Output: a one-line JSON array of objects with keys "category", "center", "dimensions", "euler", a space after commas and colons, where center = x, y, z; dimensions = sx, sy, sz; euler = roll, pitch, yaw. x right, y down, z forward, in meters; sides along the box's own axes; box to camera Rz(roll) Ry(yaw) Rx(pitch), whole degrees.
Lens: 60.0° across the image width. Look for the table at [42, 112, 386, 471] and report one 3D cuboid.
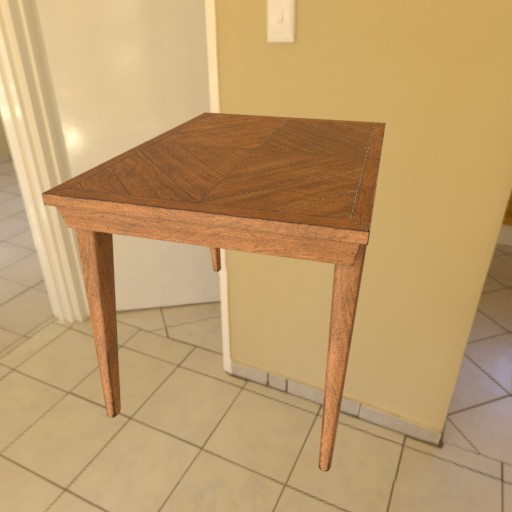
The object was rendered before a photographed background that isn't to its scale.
[{"category": "table", "center": [0.000, 0.000, 1.568], "dimensions": [0.757, 0.760, 1.027], "euler": [8, 30, 14]}]
